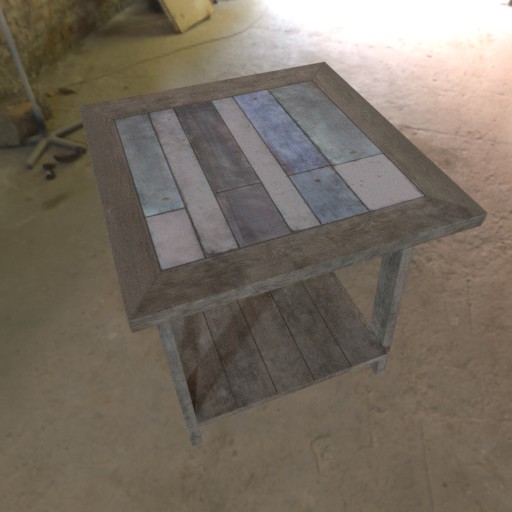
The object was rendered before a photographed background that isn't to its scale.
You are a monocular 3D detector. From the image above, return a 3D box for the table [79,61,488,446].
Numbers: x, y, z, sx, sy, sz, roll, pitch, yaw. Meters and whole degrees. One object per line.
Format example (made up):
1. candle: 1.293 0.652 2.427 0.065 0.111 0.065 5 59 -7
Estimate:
1. table: 0.000 0.000 1.095 0.610 0.610 0.610 -16 50 -14
